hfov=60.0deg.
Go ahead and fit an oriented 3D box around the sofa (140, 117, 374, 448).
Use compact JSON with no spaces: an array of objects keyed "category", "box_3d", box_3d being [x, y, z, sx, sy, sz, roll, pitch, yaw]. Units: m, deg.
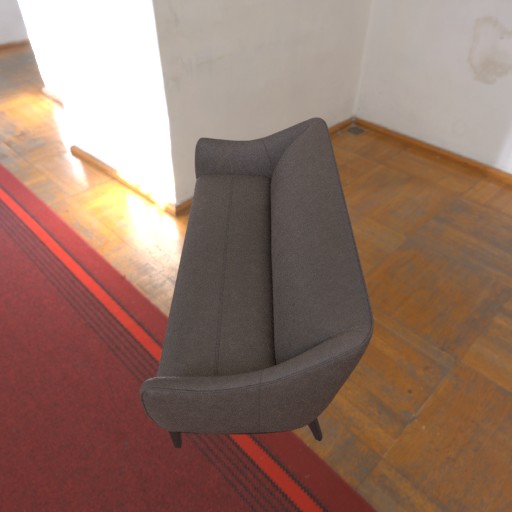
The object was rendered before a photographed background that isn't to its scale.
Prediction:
[{"category":"sofa","box_3d":[0.000,0.000,2.425,0.869,0.831,1.928,0,42,0]}]
